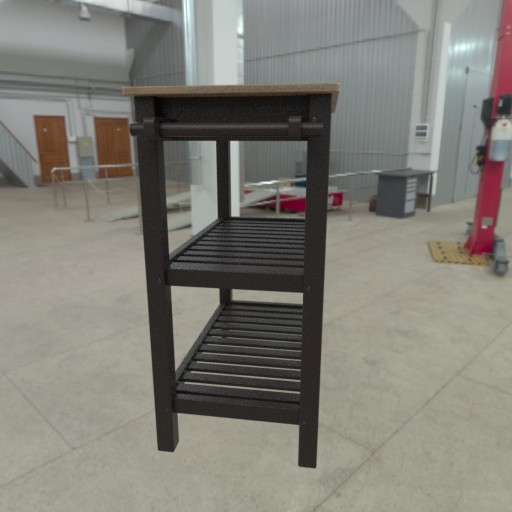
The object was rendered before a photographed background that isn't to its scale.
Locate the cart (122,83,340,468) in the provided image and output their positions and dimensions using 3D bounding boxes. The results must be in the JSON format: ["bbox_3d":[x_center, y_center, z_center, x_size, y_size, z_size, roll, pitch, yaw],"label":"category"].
[{"bbox_3d":[0.000,0.000,1.392,0.457,0.927,0.899,2,15,9],"label":"cart"}]
